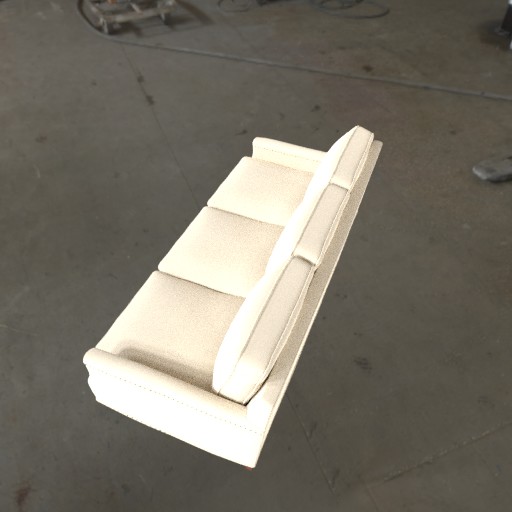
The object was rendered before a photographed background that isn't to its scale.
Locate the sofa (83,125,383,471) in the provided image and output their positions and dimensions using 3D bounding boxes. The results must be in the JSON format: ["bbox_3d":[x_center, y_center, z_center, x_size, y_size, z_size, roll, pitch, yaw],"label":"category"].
[{"bbox_3d":[0.000,0.000,2.868,1.084,1.003,2.246,17,49,16],"label":"sofa"}]
